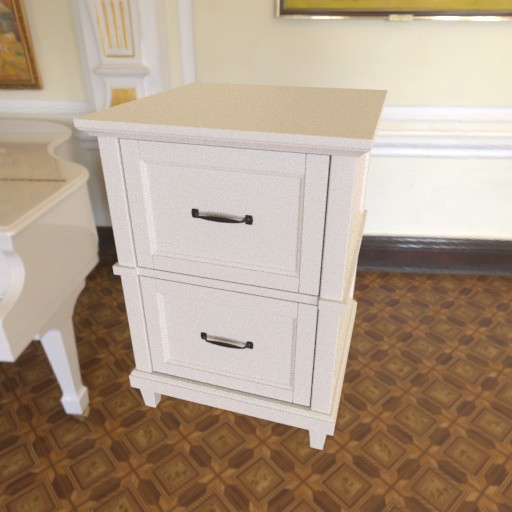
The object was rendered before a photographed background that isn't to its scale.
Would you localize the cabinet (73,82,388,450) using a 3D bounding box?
[{"bbox_3d":[0.000,0.000,1.165,0.544,0.775,0.547,8,29,15],"label":"cabinet"}]
